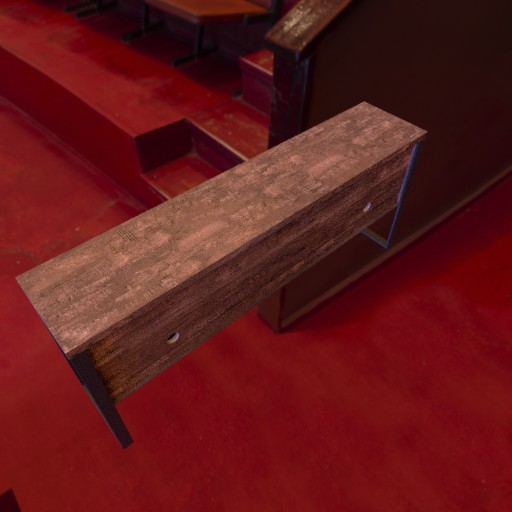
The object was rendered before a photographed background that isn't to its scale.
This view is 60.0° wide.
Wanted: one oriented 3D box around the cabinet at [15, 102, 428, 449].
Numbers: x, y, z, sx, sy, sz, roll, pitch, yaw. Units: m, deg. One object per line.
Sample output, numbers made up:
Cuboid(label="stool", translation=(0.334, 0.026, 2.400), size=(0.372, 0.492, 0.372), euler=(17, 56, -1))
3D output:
Cuboid(label="cabinet", translation=(0.000, 0.000, 2.057), size=(1.800, 0.762, 0.395), euler=(-33, 55, -27))
